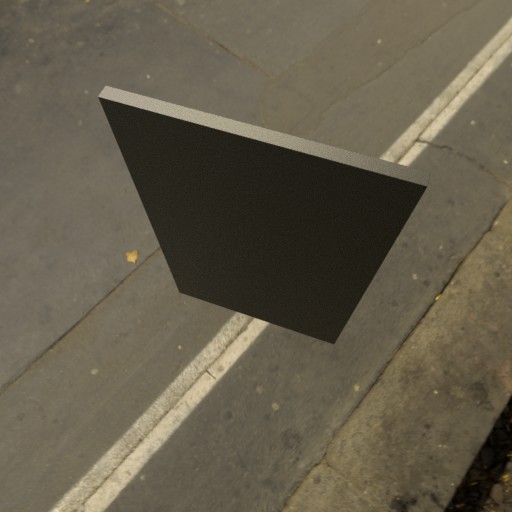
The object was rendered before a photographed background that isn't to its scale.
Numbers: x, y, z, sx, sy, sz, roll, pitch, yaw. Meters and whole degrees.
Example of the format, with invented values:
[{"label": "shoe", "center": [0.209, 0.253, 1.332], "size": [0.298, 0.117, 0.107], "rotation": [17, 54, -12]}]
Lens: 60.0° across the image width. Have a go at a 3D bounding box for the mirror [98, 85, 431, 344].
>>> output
[{"label": "mirror", "center": [0.000, 0.000, 1.522], "size": [0.762, 1.219, 0.038], "rotation": [17, 65, 8]}]
